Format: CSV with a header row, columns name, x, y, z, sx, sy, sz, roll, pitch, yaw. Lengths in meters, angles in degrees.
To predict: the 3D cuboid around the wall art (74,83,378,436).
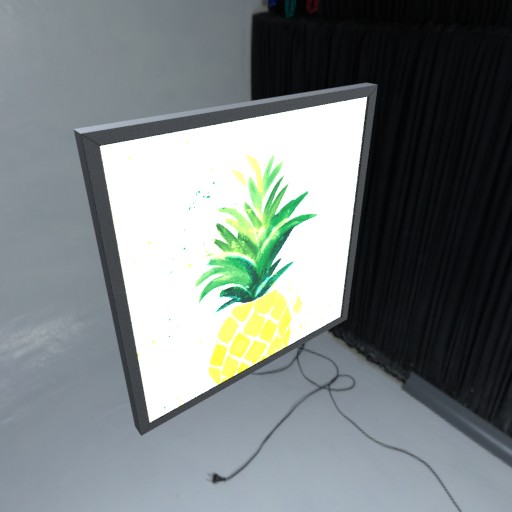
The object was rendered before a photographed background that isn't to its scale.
name,x,y,z,sx,sy,sz,roll,pitch,yaw
wall art,0.000,0.000,1.139,0.762,0.760,0.037,-21,37,-32
